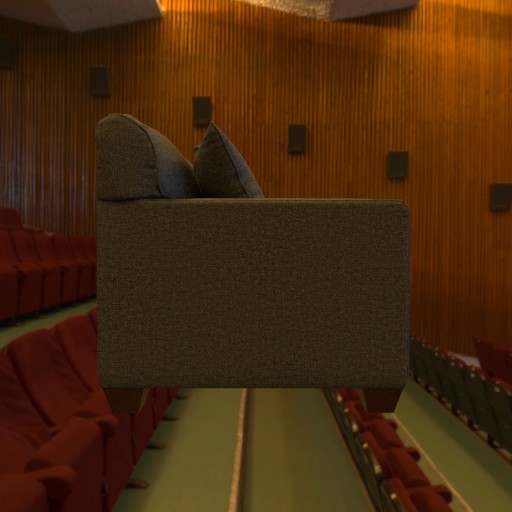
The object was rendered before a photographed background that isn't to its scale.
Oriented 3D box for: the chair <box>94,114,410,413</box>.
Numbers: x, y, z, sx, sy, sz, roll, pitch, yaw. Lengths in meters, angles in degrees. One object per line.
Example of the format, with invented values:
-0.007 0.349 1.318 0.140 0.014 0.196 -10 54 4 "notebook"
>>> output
0.000 0.000 2.015 1.000 0.948 1.383 0 1 0 "chair"
